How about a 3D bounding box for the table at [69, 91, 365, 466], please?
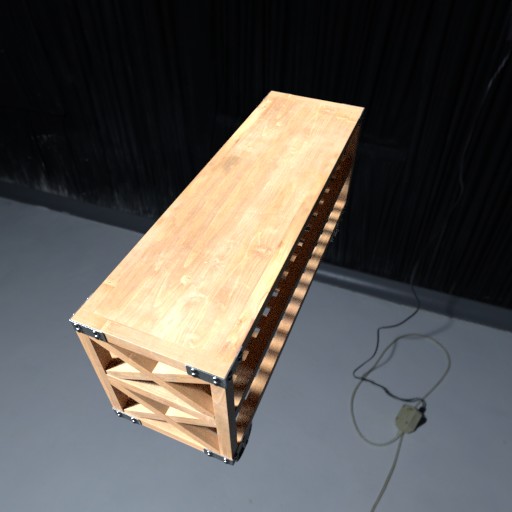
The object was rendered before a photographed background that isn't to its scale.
[{"bbox_3d":[0.000,0.000,1.838,0.467,0.711,1.487,16,47,16],"label":"table"}]
